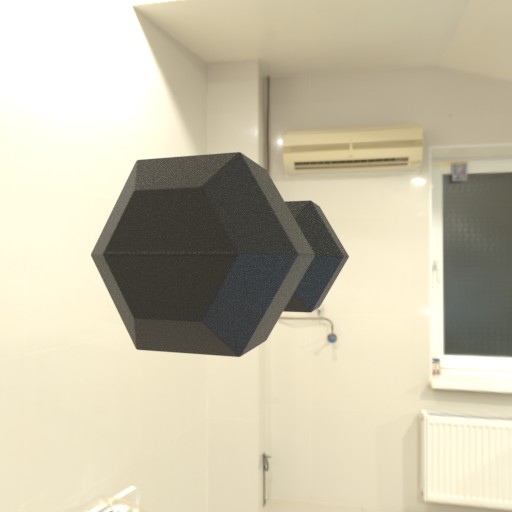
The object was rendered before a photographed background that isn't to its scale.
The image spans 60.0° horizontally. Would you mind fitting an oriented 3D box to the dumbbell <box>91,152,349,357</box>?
[{"bbox_3d":[0.000,0.000,0.413,0.142,0.123,0.337,0,0,18],"label":"dumbbell"}]
